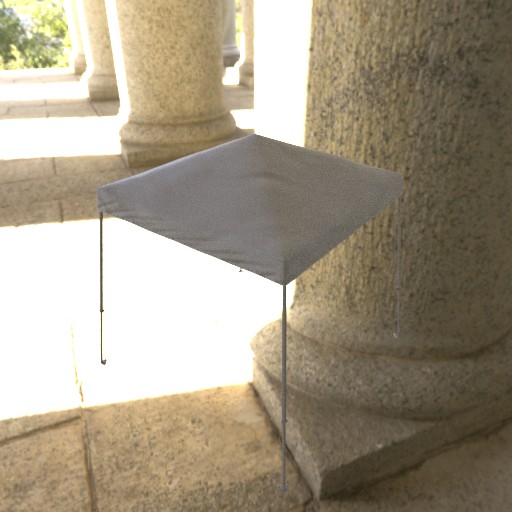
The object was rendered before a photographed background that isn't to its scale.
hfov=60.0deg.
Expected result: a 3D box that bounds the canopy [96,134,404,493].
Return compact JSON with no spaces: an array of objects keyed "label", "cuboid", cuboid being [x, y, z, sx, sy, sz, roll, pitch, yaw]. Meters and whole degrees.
[{"label":"canopy","cuboid":[0.000,0.000,6.554,3.600,3.600,3.599,21,36,32]}]
